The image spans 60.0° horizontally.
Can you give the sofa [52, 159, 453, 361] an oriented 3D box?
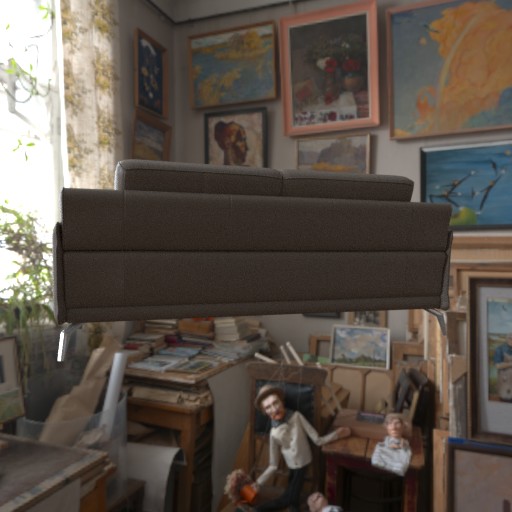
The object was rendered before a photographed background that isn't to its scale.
[{"bbox_3d":[0.000,0.000,2.592,2.101,0.930,1.049,0,0,-17],"label":"sofa"}]
